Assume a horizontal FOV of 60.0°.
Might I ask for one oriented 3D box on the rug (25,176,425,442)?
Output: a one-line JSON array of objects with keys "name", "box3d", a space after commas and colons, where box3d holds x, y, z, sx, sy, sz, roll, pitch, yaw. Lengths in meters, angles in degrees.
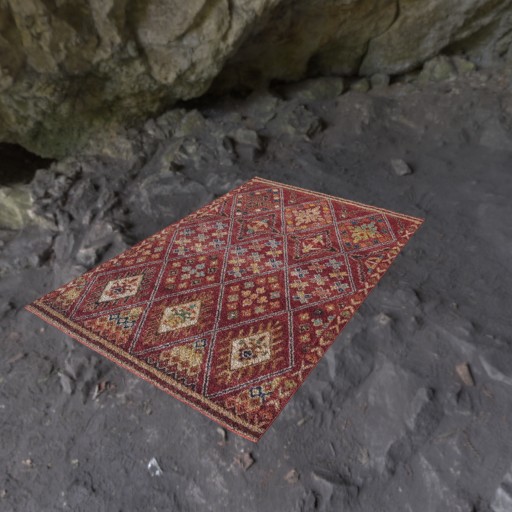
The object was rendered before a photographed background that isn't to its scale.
[{"name": "rug", "box3d": [0.000, 0.000, 2.860, 1.521, 0.026, 2.286, 19, 37, 28]}]
